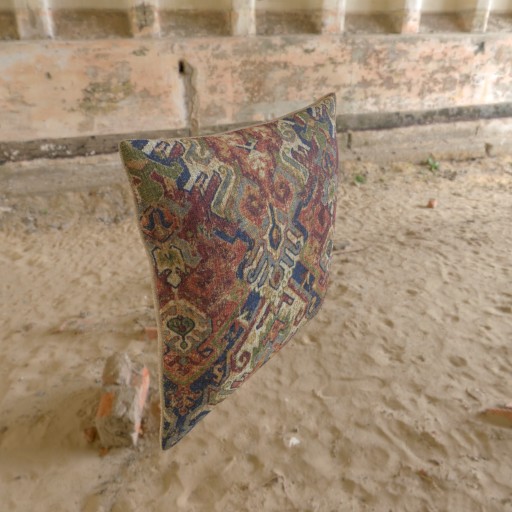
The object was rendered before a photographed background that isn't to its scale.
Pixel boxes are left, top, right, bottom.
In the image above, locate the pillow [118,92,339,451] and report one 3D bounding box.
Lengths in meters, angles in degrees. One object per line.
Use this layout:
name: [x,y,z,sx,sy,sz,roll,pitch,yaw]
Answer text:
pillow: [0.000,0.000,0.799,0.166,0.506,0.523,19,33,32]
